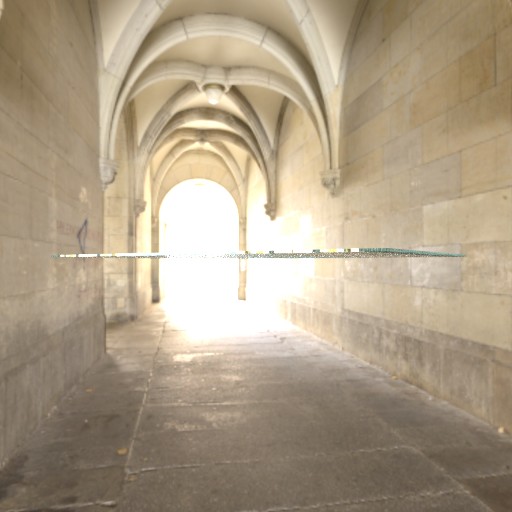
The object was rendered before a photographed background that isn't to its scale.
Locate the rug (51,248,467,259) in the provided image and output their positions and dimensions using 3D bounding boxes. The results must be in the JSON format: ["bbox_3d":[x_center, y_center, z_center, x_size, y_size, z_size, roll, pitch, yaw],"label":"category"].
[{"bbox_3d":[0.000,0.000,2.323,1.811,0.010,1.212,-1,-1,36],"label":"rug"}]
